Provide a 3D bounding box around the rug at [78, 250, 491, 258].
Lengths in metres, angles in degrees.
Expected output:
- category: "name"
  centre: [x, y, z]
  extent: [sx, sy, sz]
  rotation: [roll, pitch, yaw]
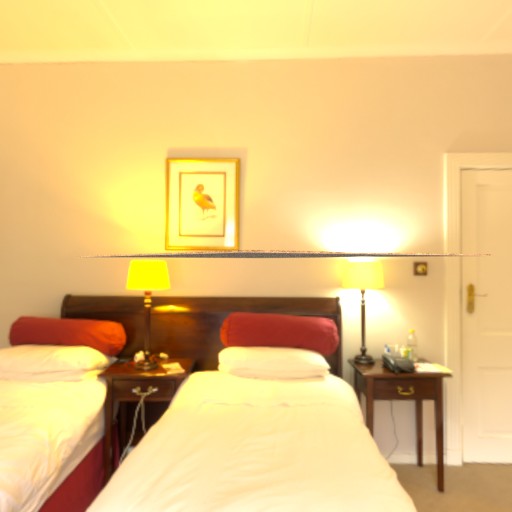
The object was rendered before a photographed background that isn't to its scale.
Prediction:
- category: "rug"
  centre: [0.000, 0.000, 4.206]
  extent: [2.438, 0.012, 3.200]
  rotation: [1, -1, -36]
